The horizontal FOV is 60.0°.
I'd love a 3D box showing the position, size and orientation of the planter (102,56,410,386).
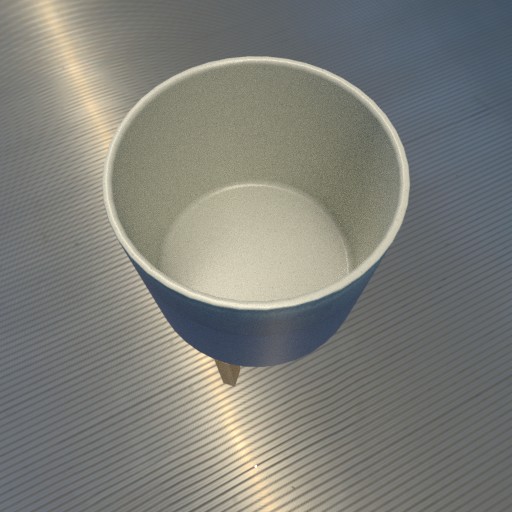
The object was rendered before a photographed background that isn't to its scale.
[{"bbox_3d":[0.000,0.000,0.544,0.261,0.367,0.261,0,65,0],"label":"planter"}]
